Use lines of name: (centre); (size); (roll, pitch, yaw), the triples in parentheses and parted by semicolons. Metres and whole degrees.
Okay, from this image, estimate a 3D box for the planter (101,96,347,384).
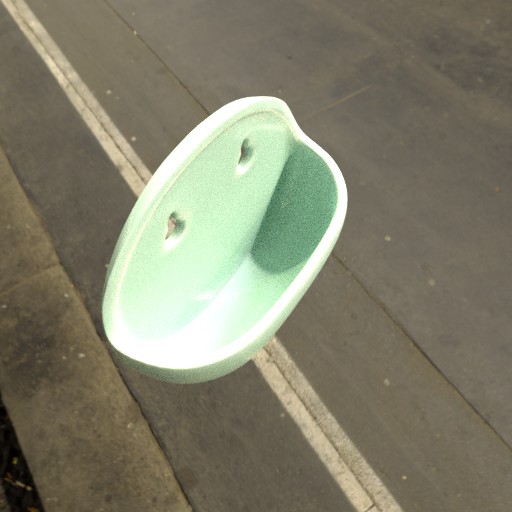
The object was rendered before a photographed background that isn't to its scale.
planter: (0.000, 0.000, 0.270); (0.073, 0.164, 0.189); (30, 62, 18)
